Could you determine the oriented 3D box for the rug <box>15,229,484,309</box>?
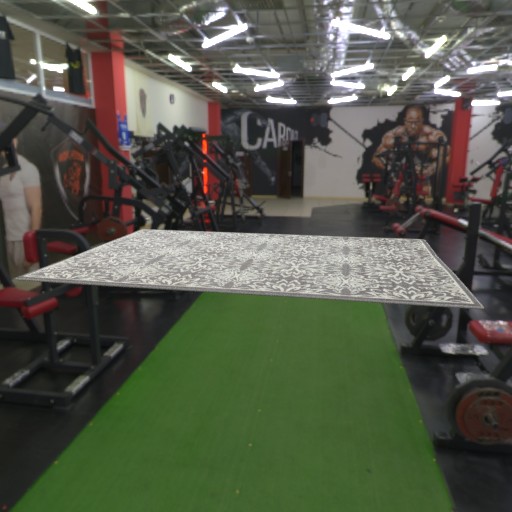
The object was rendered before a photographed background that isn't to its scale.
[{"bbox_3d":[0.000,0.000,2.284,1.847,0.012,1.224,3,14,11],"label":"rug"}]
